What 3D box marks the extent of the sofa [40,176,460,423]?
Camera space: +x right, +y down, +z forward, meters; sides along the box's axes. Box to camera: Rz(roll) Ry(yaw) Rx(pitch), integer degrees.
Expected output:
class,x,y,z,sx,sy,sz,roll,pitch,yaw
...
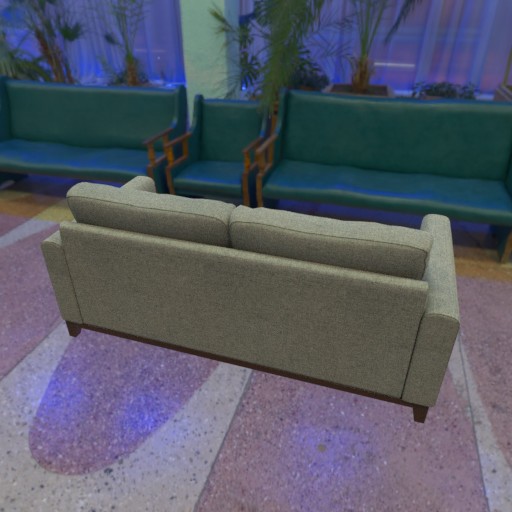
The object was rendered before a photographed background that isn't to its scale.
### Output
class,x,y,z,sx,sy,sz,roll,pitch,yaw
sofa,0.000,0.000,2.426,1.978,0.892,0.969,10,33,15
